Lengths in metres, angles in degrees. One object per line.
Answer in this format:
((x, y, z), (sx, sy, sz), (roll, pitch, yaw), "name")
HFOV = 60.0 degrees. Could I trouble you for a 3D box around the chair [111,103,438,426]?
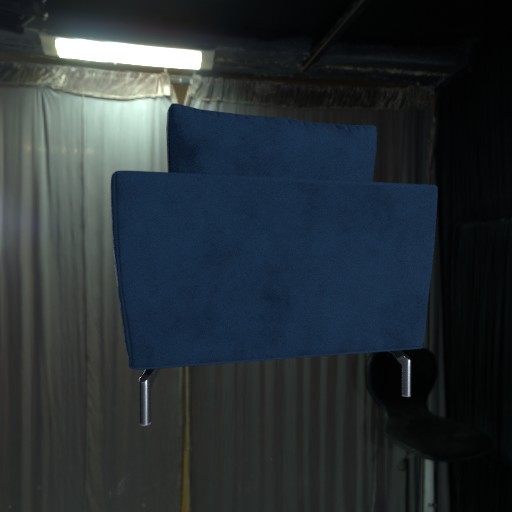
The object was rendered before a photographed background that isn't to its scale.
((0.000, 0.000, 1.591), (0.977, 0.893, 0.746), (0, 1, -17), "chair")
